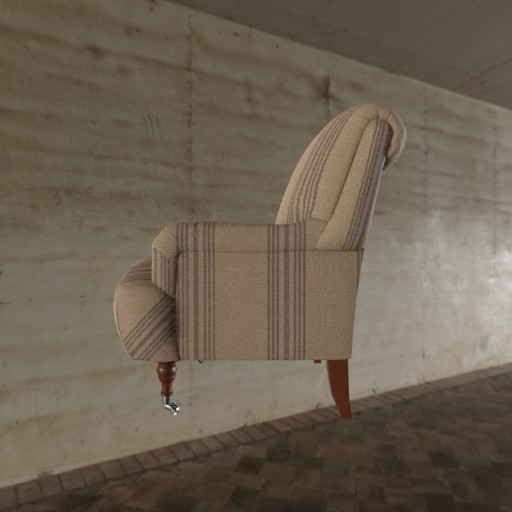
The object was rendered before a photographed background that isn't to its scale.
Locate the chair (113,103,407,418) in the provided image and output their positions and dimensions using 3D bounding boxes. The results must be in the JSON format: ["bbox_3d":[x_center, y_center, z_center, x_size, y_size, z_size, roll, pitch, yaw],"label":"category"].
[{"bbox_3d":[0.000,0.000,1.626,0.914,0.940,0.813,0,1,0],"label":"chair"}]
